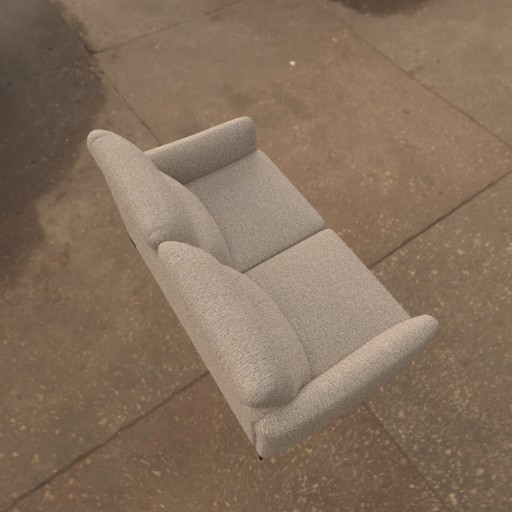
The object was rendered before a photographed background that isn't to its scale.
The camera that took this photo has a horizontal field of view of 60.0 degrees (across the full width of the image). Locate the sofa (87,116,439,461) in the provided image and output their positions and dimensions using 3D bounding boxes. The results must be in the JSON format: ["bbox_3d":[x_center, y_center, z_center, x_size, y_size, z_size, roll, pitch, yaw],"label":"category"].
[{"bbox_3d":[0.000,0.000,2.083,0.905,0.950,1.540,-28,62,-17],"label":"sofa"}]
